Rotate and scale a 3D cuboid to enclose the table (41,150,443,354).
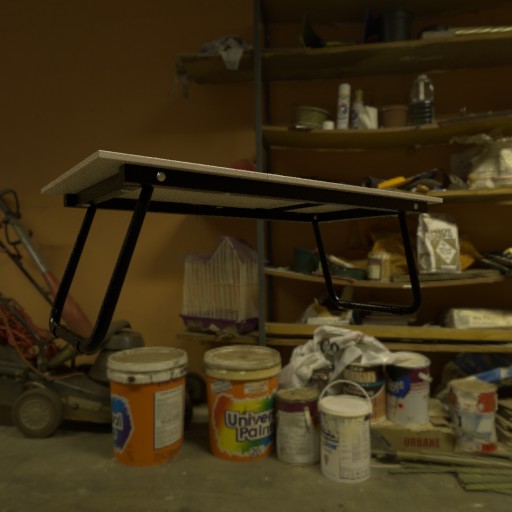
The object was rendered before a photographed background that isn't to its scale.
[{"bbox_3d":[0.000,0.000,0.785,0.644,0.242,0.322,0,-1,-36],"label":"table"}]
